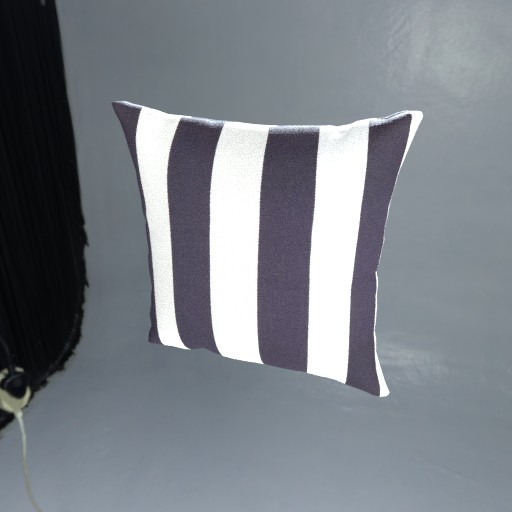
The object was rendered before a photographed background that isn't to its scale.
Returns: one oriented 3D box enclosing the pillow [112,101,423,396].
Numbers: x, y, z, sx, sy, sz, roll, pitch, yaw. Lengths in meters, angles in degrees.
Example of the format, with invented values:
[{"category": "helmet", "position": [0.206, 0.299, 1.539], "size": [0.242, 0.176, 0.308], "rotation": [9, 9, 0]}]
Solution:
[{"category": "pillow", "position": [0.000, 0.000, 0.813], "size": [0.536, 0.526, 0.189], "rotation": [7, 26, 15]}]
